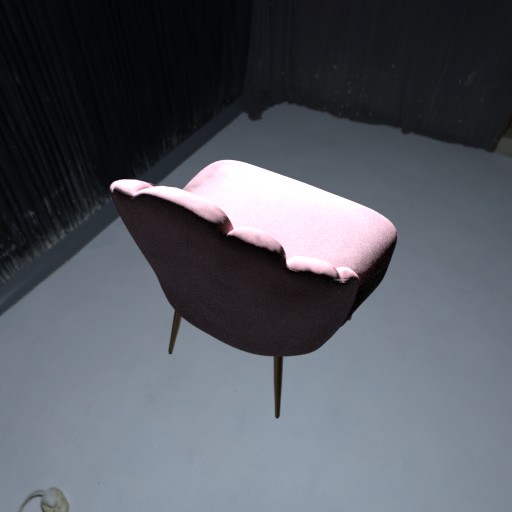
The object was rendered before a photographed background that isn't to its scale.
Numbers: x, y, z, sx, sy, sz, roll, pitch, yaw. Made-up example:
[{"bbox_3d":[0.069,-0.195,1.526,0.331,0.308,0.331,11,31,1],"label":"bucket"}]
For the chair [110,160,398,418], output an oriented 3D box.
[{"bbox_3d":[0.000,0.000,1.253,0.657,0.819,0.599,25,52,21],"label":"chair"}]
